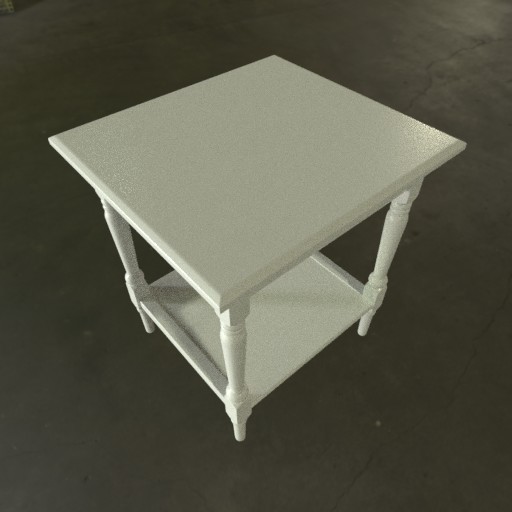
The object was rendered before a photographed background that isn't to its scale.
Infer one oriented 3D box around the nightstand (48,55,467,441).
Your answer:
[{"bbox_3d":[0.000,0.000,0.918,0.505,0.555,0.459,-32,54,-27],"label":"nightstand"}]
